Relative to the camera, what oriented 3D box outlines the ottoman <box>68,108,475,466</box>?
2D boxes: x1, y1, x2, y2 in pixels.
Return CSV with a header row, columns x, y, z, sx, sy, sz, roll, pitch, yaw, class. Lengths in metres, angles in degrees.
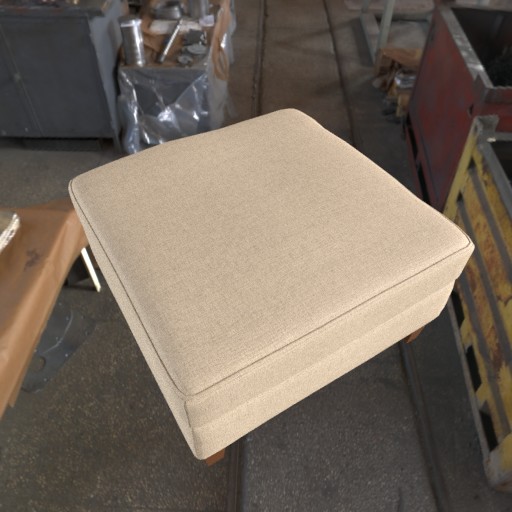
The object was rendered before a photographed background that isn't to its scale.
x,y,z,sx,sy,sz,roll,pitch,yaw,class
0.000,0.000,1.350,0.838,0.503,0.838,-24,51,-21,ottoman
